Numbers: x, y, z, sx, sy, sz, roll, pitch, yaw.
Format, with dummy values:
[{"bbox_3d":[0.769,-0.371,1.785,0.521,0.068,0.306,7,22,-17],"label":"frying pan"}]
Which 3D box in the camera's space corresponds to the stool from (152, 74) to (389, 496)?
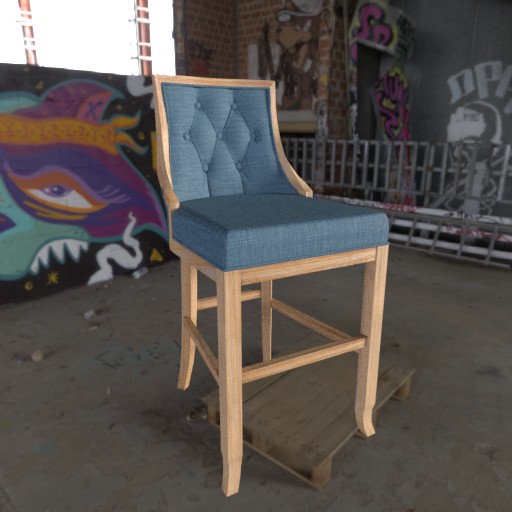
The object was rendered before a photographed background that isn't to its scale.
[{"bbox_3d":[0.000,0.000,1.404,0.524,1.101,0.626,-9,18,-28],"label":"stool"}]
